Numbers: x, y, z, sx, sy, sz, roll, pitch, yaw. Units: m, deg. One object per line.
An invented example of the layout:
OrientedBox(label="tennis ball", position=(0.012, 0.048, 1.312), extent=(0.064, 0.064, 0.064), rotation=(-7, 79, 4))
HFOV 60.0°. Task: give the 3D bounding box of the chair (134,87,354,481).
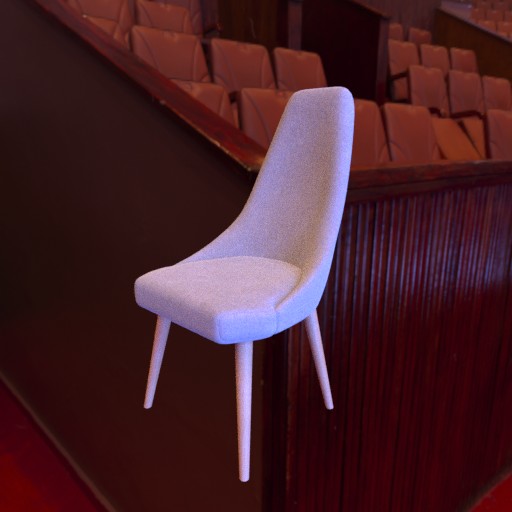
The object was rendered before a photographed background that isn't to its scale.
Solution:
OrientedBox(label="chair", position=(0.000, 0.000, 1.400), extent=(0.510, 1.040, 0.660), rotation=(14, 21, 42))
